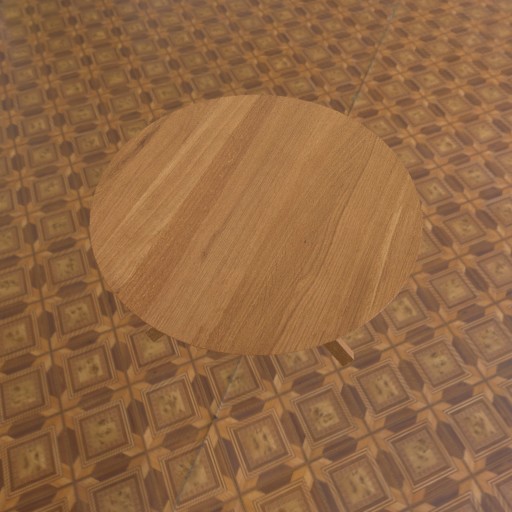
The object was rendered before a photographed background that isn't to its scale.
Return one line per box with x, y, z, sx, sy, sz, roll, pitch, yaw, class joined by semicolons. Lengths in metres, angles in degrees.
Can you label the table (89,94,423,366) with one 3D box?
0.000;0.000;1.687;1.038;0.666;1.038;0;57;0;table
